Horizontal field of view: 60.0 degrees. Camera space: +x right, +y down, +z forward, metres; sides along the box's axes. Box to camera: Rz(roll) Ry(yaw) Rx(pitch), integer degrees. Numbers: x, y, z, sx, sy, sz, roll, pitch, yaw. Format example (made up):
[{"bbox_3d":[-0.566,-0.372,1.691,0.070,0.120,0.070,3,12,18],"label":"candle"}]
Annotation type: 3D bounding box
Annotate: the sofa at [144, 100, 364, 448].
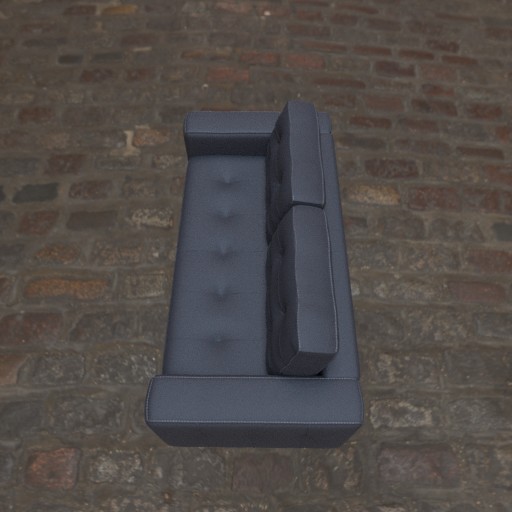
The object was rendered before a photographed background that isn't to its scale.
[{"bbox_3d":[0.000,0.000,2.225,0.833,0.893,1.726,0,58,0],"label":"sofa"}]
